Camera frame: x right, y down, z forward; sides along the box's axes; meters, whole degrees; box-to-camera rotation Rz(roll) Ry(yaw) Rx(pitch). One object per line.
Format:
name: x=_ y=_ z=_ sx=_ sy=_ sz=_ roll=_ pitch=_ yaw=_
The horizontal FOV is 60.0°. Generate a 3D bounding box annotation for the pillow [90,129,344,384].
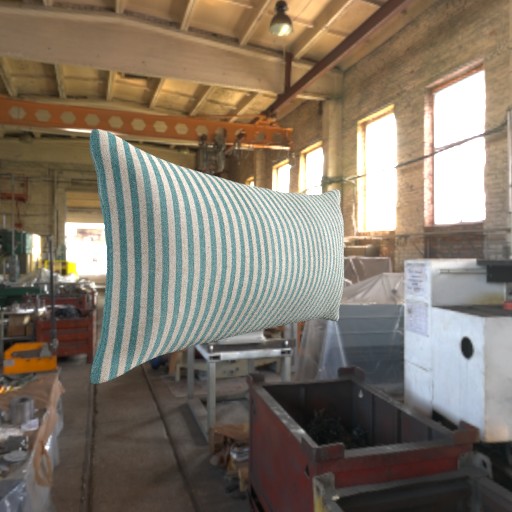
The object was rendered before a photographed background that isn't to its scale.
pillow: x=0.000 y=0.000 z=0.749 sx=0.151 sy=0.295 sz=0.617 roll=0 pitch=0 yaw=37
